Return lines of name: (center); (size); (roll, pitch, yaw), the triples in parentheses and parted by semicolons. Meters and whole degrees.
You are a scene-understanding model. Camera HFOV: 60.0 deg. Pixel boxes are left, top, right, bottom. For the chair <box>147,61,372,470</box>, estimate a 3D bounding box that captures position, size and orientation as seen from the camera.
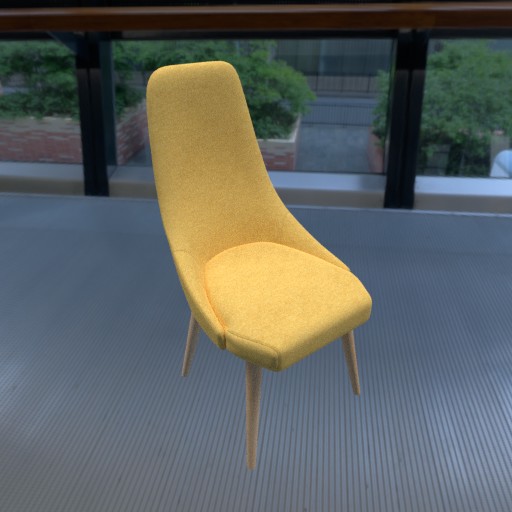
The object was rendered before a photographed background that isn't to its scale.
chair: (0.000, 0.000, 1.374); (0.510, 1.040, 0.660); (-22, 37, -31)
